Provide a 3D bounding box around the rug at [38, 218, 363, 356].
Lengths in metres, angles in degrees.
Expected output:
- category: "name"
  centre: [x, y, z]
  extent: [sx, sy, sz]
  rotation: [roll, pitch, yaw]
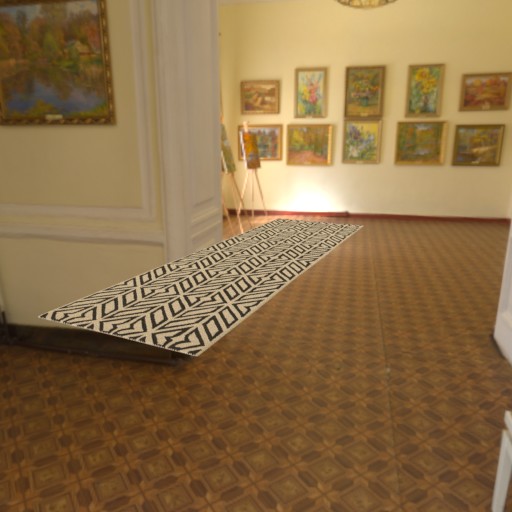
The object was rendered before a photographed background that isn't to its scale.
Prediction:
- category: "rug"
  centre: [0.000, 0.000, 2.659]
  extent: [0.750, 0.009, 2.435]
  rotation: [7, 17, 25]
